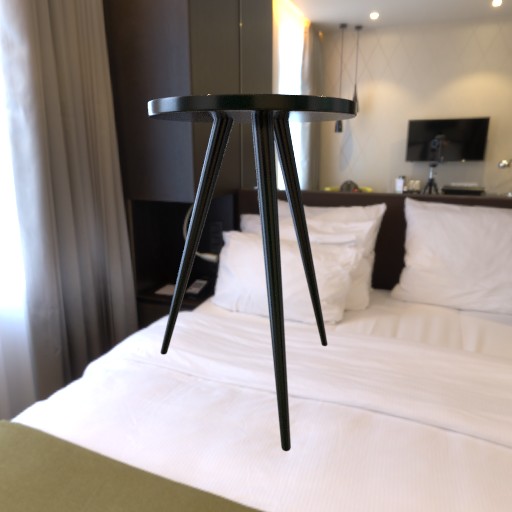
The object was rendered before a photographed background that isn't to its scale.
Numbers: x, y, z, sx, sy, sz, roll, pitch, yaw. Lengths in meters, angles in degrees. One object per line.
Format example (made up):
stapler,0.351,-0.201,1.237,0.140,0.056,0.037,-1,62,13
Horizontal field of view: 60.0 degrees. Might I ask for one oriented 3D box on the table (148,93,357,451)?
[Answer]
table,0.000,0.000,0.843,0.403,0.548,0.415,-2,14,-8
